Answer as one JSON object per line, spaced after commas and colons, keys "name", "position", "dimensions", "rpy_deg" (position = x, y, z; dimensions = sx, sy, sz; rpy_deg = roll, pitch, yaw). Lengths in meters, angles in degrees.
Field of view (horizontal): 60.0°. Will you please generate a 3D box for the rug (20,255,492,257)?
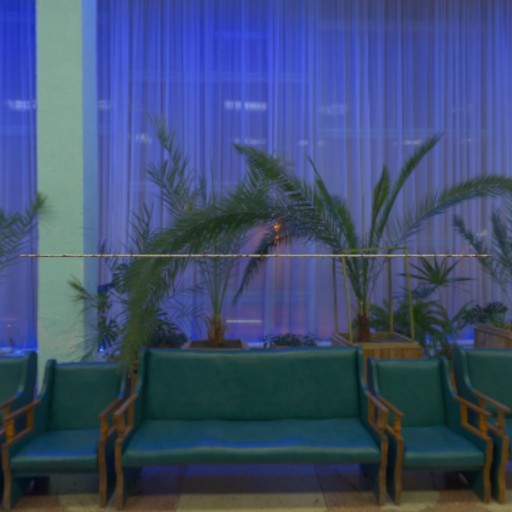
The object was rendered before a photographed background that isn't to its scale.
{"name": "rug", "position": [0.000, 0.000, 3.035], "dimensions": [2.435, 0.011, 1.517], "rpy_deg": [0, 0, 0]}
